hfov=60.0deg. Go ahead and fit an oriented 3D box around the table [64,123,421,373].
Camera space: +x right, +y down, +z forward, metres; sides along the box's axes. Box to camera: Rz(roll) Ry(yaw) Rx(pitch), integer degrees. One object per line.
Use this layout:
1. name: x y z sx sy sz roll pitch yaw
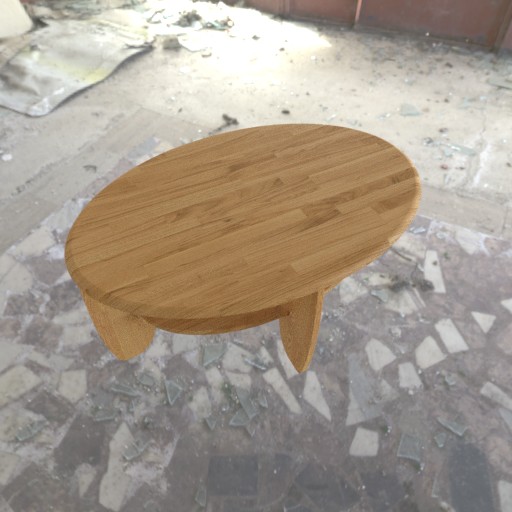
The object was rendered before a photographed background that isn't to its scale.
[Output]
1. table: 0.000 0.000 1.406 1.040 0.490 0.690 -21 51 -18
